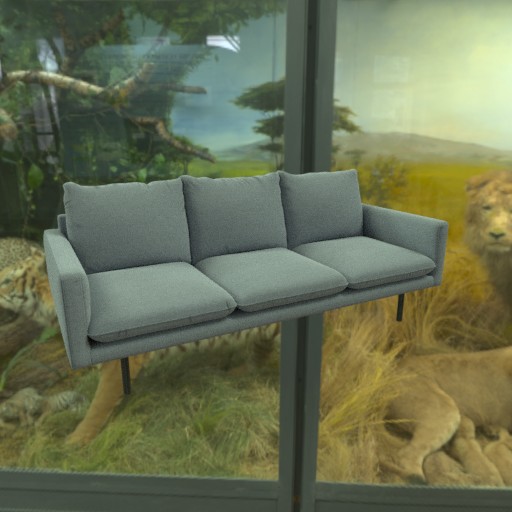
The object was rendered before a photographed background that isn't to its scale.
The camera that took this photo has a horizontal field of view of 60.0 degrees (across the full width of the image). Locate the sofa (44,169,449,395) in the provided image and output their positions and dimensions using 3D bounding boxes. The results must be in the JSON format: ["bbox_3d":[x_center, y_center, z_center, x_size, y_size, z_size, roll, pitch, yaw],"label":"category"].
[{"bbox_3d":[0.000,0.000,2.376,2.000,0.830,0.850,-8,18,-27],"label":"sofa"}]
